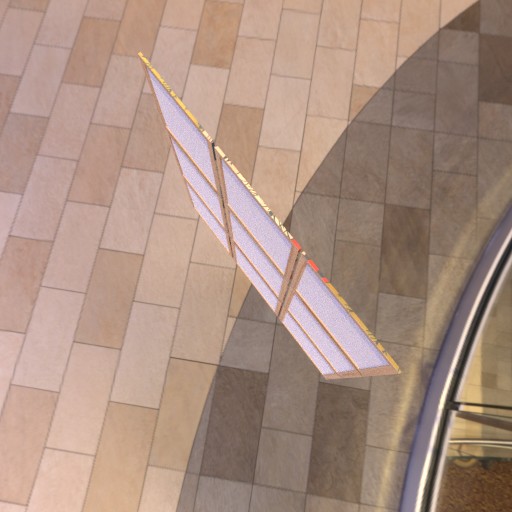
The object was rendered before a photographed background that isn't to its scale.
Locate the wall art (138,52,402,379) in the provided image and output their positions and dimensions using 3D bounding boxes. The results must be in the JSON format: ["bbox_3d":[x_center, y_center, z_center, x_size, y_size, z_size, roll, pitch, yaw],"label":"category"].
[{"bbox_3d":[0.000,0.000,2.303,0.013,1.534,1.519,-36,77,-10],"label":"wall art"}]
